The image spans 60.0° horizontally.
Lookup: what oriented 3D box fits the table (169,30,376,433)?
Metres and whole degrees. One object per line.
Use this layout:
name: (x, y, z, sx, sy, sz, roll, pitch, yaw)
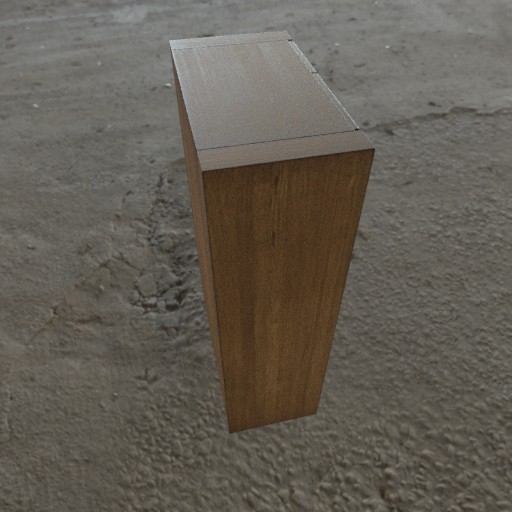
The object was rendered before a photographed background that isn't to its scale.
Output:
table: (0.000, 0.000, 2.514, 0.600, 2.000, 1.100, -9, 47, -9)
